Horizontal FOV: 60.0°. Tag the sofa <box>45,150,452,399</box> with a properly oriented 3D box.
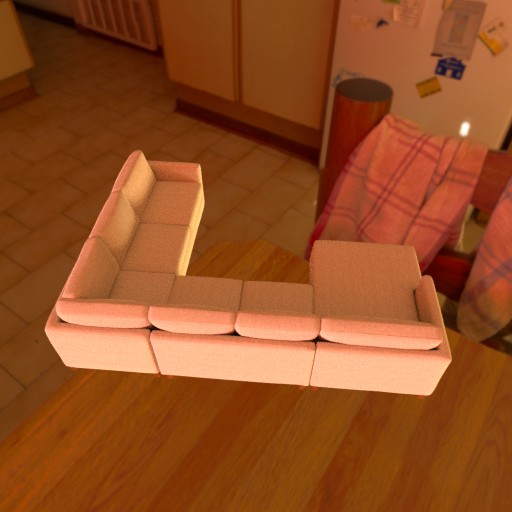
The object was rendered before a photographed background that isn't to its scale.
[{"bbox_3d":[0.000,0.000,4.738,3.460,0.961,2.594,4,46,3],"label":"sofa"}]
